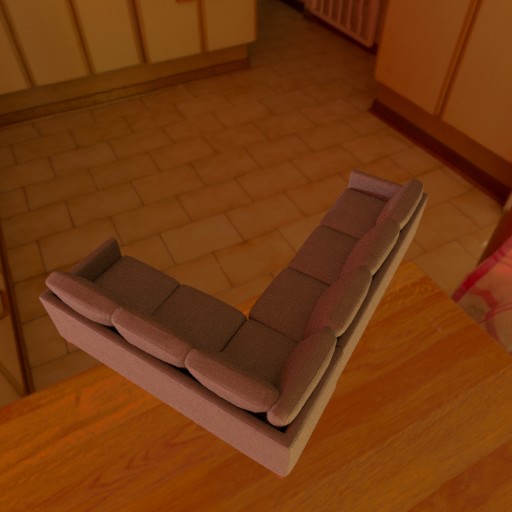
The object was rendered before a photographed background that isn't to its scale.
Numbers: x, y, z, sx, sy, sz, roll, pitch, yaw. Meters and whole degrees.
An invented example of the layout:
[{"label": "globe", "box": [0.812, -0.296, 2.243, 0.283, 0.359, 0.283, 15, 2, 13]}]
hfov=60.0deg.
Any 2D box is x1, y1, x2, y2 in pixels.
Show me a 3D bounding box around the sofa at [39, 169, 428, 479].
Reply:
[{"label": "sofa", "box": [0.000, 0.000, 4.604, 2.593, 0.947, 3.302, 24, 51, 21]}]
